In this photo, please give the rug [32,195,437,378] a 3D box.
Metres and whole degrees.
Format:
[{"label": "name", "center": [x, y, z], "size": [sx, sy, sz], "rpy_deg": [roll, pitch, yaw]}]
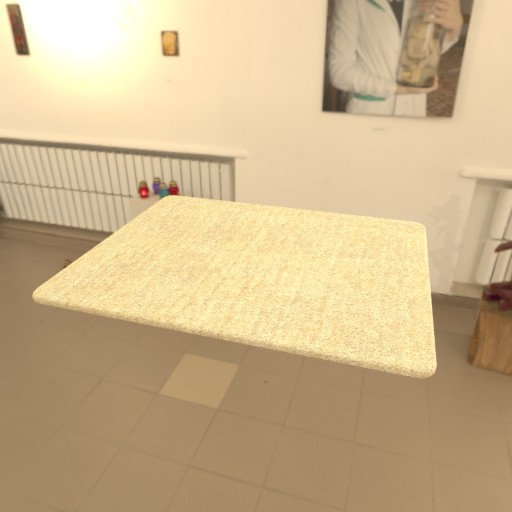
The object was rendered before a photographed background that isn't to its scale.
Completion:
[{"label": "rug", "center": [0.000, 0.000, 3.411], "size": [2.528, 0.048, 2.009], "rpy_deg": [8, 29, 15]}]
